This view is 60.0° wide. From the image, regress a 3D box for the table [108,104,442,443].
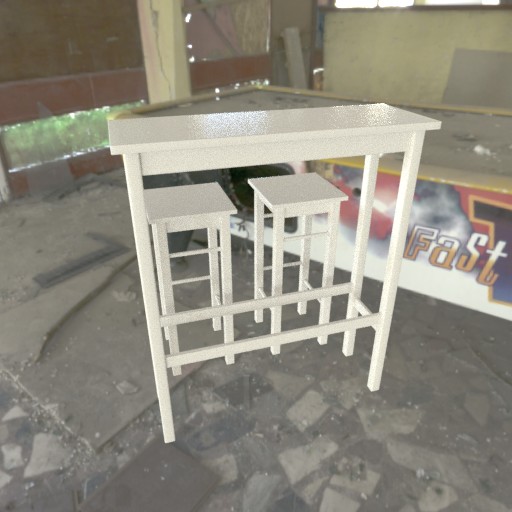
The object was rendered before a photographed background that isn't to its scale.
[{"bbox_3d":[0.000,0.000,1.677,0.915,1.065,0.650,-8,30,-15],"label":"table"}]
